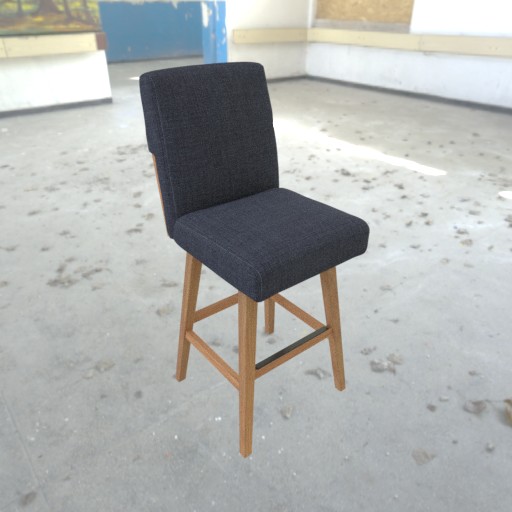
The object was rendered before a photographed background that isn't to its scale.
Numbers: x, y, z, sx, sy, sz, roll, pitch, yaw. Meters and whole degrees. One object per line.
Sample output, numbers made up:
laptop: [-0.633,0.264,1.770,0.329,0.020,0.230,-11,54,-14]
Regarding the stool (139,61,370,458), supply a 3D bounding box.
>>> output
stool: [0.000,0.000,1.445,0.483,1.112,0.570,-22,36,-33]
